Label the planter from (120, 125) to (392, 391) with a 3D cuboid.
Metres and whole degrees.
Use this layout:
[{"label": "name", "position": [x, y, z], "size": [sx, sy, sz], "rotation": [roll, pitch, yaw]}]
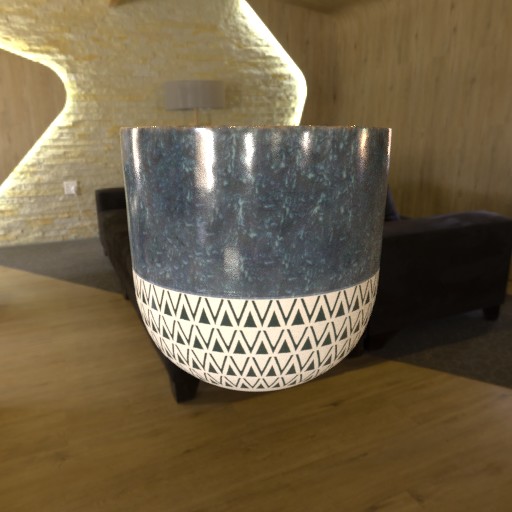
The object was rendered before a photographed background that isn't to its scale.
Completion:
[{"label": "planter", "position": [0.000, 0.000, 0.486], "size": [0.266, 0.270, 0.266], "rotation": [0, 15, 0]}]
